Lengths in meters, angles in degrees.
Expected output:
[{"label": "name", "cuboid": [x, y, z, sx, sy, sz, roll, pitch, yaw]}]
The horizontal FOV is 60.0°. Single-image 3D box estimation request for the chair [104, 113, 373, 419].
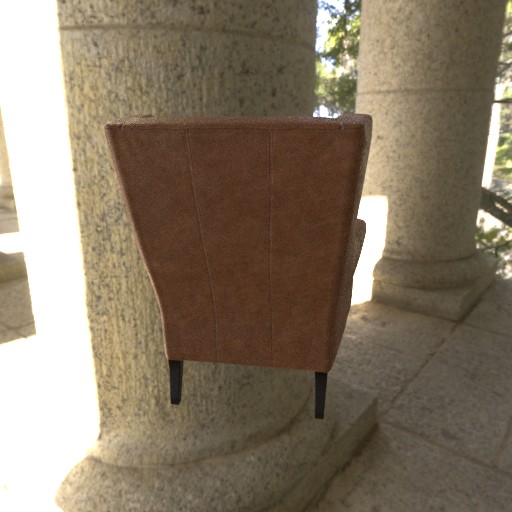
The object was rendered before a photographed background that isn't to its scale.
[{"label": "chair", "cuboid": [0.000, 0.000, 1.679, 0.853, 1.016, 0.926, 3, 17, 9]}]
